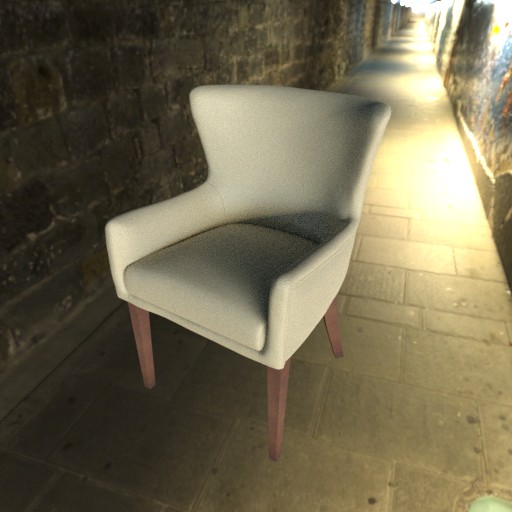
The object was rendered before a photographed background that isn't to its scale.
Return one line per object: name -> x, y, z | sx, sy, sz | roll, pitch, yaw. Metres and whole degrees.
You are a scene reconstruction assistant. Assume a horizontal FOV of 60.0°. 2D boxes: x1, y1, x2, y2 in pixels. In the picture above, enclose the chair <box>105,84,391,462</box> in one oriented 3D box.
chair -> 0.000, 0.000, 1.421 | 0.660, 0.952, 0.686 | 18, 34, 29
